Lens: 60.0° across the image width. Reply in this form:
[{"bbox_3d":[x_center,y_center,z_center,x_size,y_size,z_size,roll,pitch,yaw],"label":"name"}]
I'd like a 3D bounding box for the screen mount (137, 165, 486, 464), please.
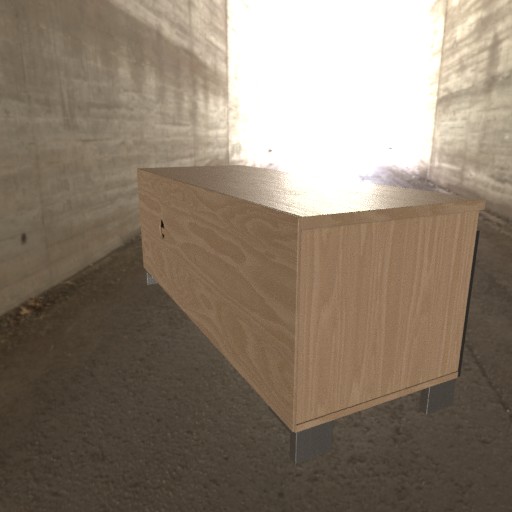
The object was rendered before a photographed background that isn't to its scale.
[{"bbox_3d":[0.000,0.000,1.254,0.406,0.432,1.084,-8,17,-26],"label":"screen mount"}]
